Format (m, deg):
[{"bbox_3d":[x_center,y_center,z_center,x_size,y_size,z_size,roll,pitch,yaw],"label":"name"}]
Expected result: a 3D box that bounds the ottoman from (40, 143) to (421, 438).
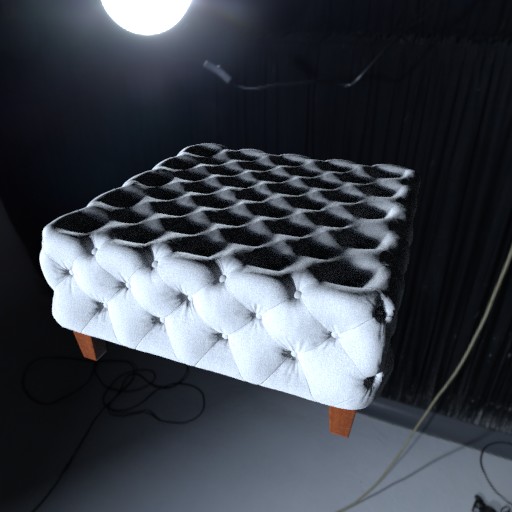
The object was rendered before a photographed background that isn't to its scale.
[{"bbox_3d":[0.000,0.000,1.166,0.764,0.365,0.758,11,32,18],"label":"ottoman"}]
